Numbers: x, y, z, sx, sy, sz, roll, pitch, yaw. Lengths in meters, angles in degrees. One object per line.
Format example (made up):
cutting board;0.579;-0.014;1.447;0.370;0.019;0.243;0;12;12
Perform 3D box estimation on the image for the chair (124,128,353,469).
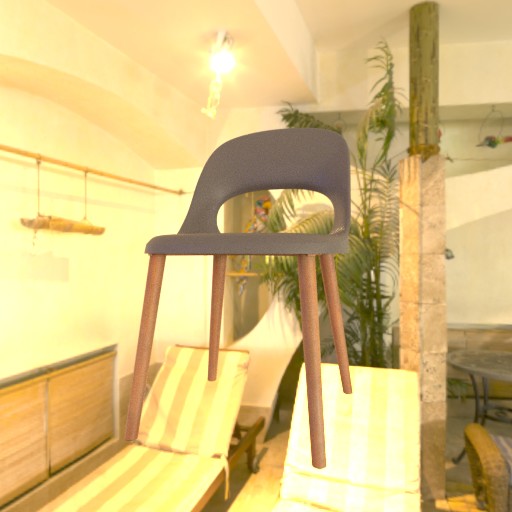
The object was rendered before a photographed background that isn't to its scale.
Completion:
chair;0.000;0.000;1.138;0.470;0.795;0.556;0;1;18
